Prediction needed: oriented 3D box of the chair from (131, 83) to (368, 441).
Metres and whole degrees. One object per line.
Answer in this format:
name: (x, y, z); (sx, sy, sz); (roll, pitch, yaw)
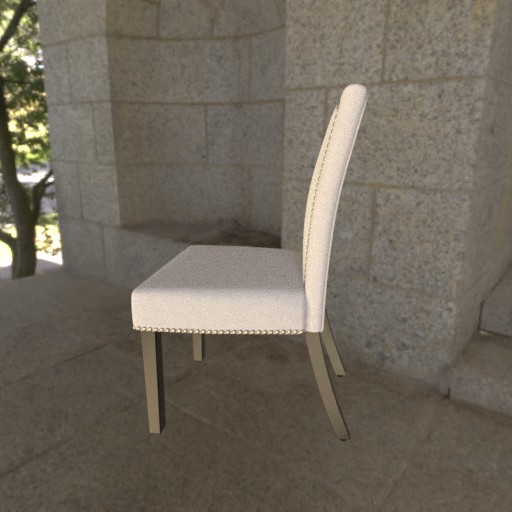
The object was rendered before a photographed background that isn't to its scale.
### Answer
chair: (0.000, 0.000, 1.323); (0.589, 0.946, 0.518); (2, 15, 9)
